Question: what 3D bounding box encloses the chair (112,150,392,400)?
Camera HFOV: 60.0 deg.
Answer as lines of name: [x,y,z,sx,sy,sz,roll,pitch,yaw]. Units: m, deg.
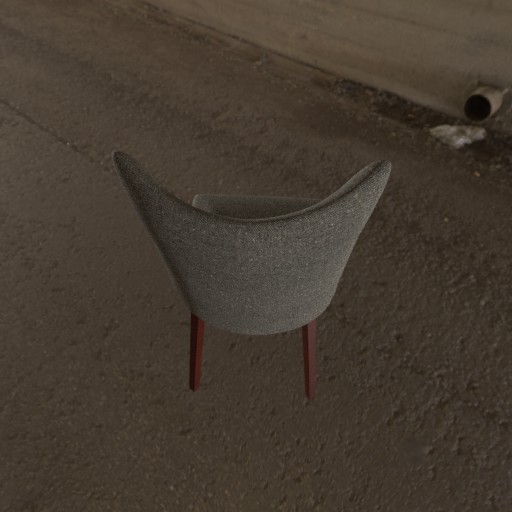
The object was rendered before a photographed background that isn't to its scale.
chair: [0.000,0.000,1.287,0.535,0.924,0.623,3,47,3]
